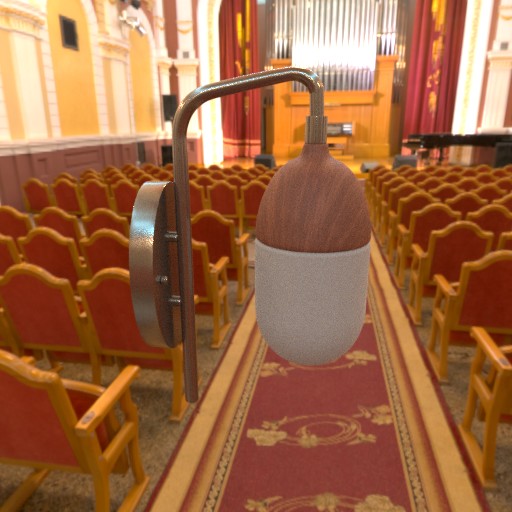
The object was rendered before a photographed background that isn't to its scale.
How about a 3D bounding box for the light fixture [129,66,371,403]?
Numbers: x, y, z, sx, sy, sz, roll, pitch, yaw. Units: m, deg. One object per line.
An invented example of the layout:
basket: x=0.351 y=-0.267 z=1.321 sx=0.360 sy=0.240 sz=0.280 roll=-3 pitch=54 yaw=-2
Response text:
light fixture: x=0.000 y=0.000 z=0.435 sx=0.216 sy=0.343 sz=0.108 roll=3 pitch=17 yaw=9
